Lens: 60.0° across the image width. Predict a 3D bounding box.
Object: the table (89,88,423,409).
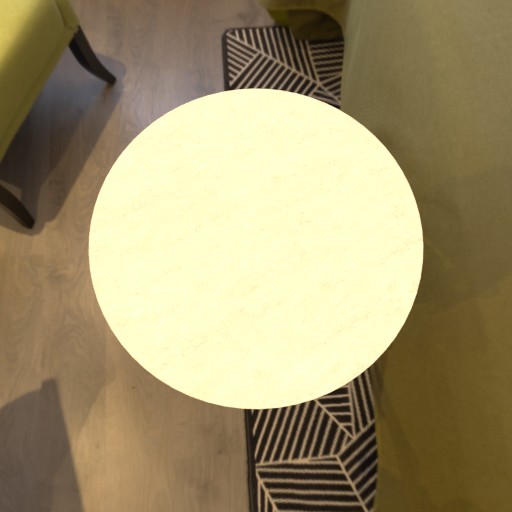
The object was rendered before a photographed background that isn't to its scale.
[{"bbox_3d":[0.000,0.000,1.410,0.889,0.470,0.889,0,75,0],"label":"table"}]
